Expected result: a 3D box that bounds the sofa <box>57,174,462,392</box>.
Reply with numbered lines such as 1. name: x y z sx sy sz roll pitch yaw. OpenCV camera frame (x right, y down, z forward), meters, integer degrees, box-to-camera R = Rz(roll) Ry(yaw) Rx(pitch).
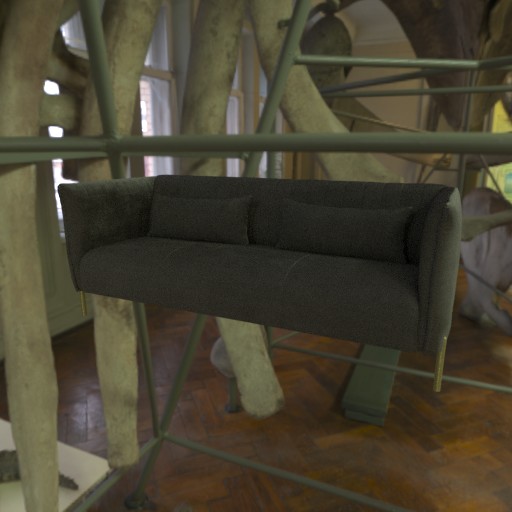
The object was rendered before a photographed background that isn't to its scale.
1. sofa: 0.000 0.000 2.384 1.980 0.780 0.876 7 16 24
